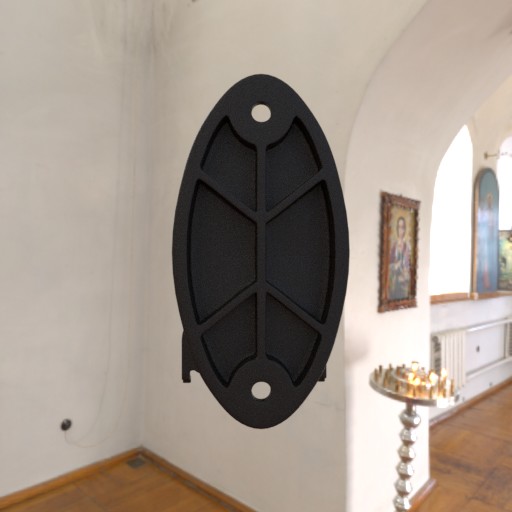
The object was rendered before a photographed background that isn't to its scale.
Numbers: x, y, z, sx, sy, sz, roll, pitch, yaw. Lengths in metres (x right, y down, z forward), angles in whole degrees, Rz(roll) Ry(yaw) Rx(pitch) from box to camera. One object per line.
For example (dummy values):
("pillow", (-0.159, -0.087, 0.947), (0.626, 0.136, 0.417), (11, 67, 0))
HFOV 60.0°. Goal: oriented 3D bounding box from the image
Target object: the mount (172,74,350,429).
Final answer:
("mount", (0.000, 0.000, 0.180), (0.066, 0.118, 0.100), (0, 1, -2))
